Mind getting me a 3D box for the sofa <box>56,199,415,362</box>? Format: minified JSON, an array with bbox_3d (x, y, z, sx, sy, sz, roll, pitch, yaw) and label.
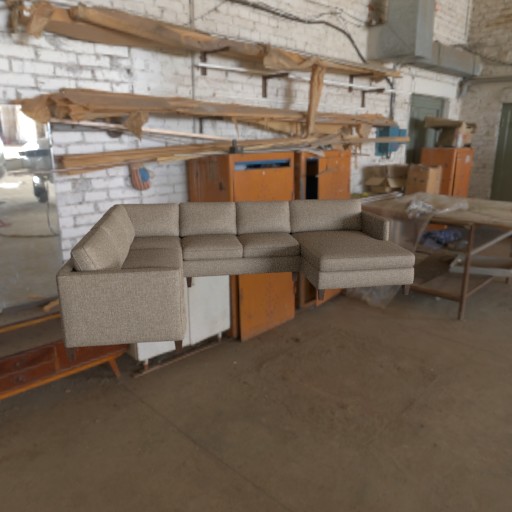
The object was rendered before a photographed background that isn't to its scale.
[{"bbox_3d":[0.000,0.000,4.708,3.403,0.889,2.551,-3,15,-9],"label":"sofa"}]
